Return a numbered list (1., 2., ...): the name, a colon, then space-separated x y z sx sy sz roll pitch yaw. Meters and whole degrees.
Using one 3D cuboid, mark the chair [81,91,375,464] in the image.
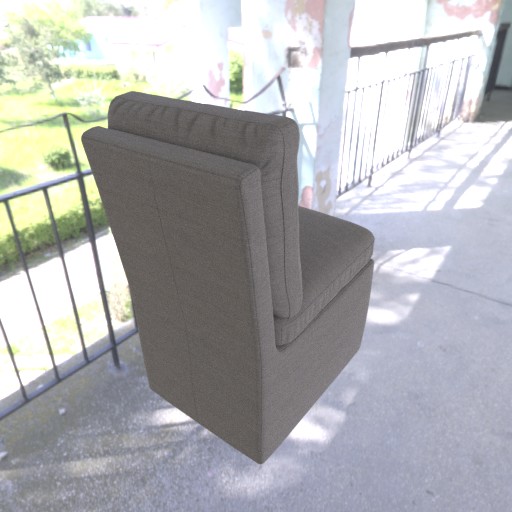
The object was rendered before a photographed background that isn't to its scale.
1. chair: 0.000 0.000 1.300 0.503 0.927 0.698 21 36 32
